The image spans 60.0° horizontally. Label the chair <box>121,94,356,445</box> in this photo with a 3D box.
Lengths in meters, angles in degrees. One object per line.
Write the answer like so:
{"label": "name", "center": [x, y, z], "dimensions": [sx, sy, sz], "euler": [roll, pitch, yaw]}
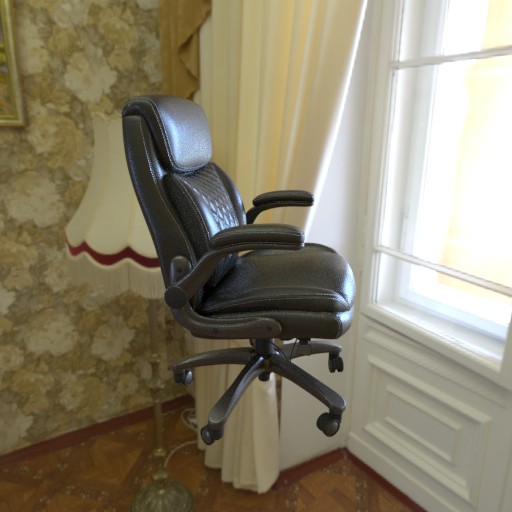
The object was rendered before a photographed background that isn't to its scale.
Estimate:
{"label": "chair", "center": [0.000, 0.000, 1.619], "dimensions": [0.724, 1.110, 0.782], "euler": [3, 16, 9]}
